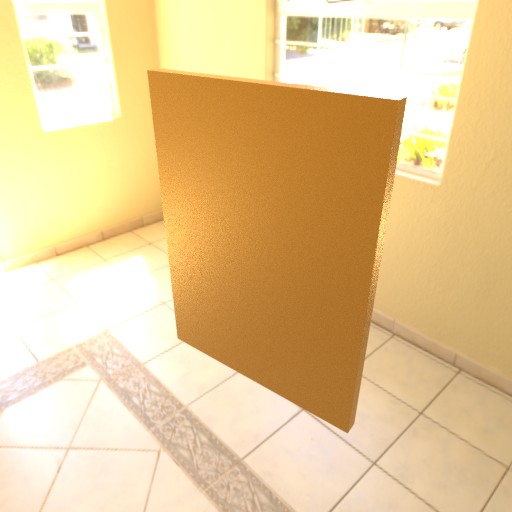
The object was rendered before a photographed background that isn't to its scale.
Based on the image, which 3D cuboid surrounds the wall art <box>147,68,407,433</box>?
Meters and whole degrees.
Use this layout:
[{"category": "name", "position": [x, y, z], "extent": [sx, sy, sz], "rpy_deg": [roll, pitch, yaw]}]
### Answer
[{"category": "wall art", "position": [0.000, 0.000, 1.093], "extent": [0.610, 0.812, 0.038], "rpy_deg": [20, 36, 31]}]
